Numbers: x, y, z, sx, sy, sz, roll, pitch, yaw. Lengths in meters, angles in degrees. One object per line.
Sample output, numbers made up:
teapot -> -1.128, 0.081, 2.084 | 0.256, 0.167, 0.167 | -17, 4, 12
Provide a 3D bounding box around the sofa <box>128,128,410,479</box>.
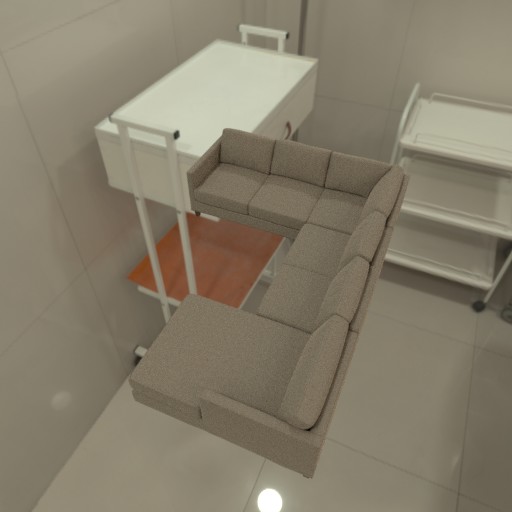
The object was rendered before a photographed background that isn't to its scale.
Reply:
sofa -> 0.000, 0.000, 4.541 | 2.424, 0.865, 3.438 | 17, 48, 16
